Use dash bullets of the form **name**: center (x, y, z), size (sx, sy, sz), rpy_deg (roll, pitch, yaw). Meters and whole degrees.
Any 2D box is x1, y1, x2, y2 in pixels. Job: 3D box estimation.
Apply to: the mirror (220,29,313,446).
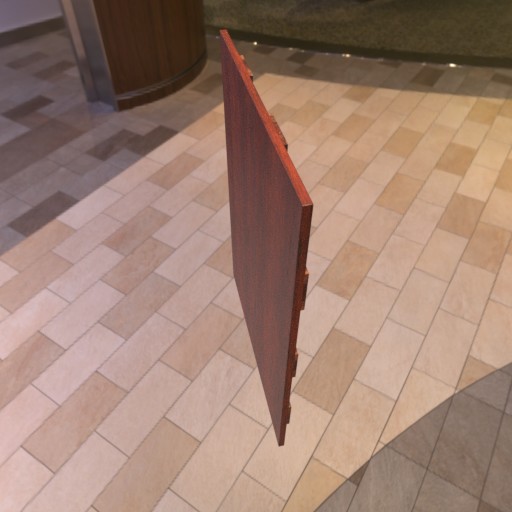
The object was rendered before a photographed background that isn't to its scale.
- **mirror**: center (0.000, 0.000, 1.049), size (0.021, 0.805, 0.600), rpy_deg (-10, 47, -9)
